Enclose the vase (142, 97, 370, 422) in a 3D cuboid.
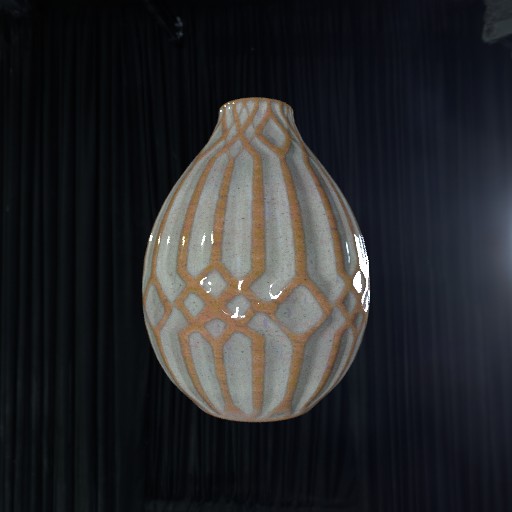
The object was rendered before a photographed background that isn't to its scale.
[{"bbox_3d":[0.000,0.000,0.264,0.131,0.175,0.131,0,-1,0],"label":"vase"}]
